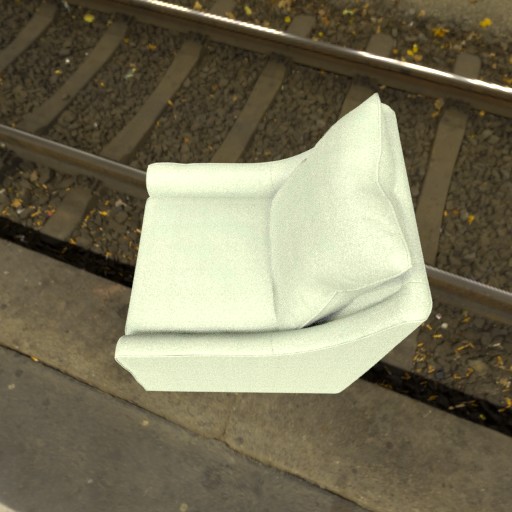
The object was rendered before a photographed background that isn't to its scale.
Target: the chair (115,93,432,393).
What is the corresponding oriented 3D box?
[{"bbox_3d":[0.000,0.000,1.552,0.870,0.926,0.760,1,61,0],"label":"chair"}]
